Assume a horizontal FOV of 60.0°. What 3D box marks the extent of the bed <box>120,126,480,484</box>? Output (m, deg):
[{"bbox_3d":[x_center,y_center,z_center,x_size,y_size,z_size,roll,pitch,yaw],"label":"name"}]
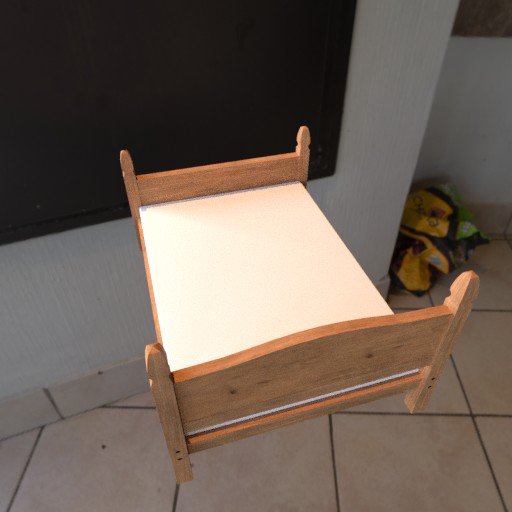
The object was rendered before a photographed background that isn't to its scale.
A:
[{"bbox_3d":[0.000,0.000,2.882,1.490,1.100,2.069,-11,42,-13],"label":"bed"}]
